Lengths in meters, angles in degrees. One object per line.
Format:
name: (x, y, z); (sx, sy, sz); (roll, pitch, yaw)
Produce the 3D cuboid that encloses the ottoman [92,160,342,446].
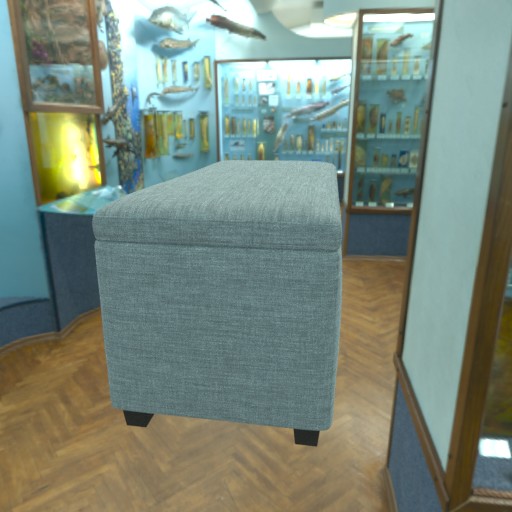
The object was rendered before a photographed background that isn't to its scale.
ottoman: (0.000, 0.000, 1.141); (0.419, 0.432, 0.902); (3, 17, 9)
